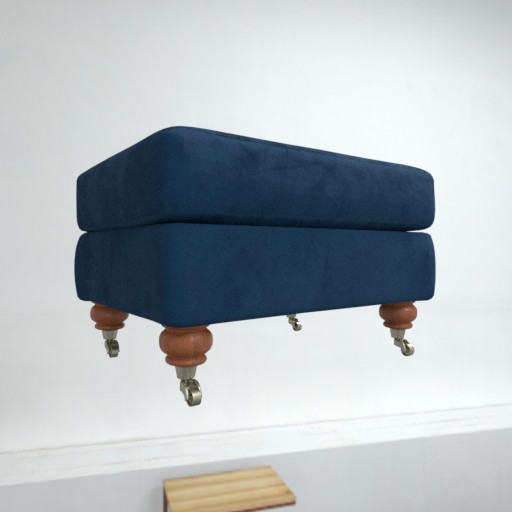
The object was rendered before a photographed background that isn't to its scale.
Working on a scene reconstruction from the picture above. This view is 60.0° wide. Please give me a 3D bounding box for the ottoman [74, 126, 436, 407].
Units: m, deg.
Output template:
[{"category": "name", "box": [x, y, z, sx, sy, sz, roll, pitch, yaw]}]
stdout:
[{"category": "ottoman", "box": [0.000, 0.000, 1.136, 0.773, 0.503, 0.572, -1, 1, -36]}]
